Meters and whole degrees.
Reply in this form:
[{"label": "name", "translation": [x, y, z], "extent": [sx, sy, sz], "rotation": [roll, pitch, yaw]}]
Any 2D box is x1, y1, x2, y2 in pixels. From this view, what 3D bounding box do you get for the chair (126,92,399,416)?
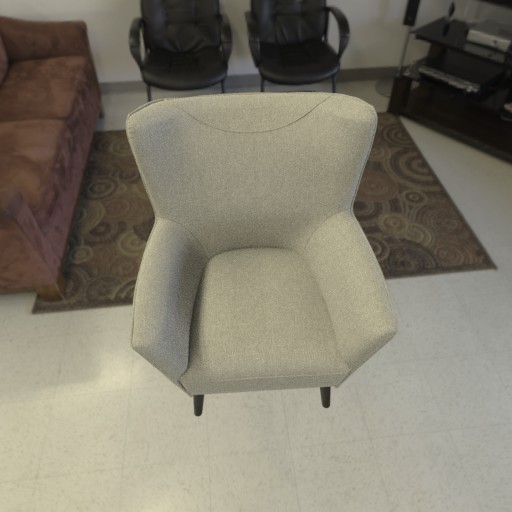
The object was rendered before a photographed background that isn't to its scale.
[{"label": "chair", "translation": [0.000, 0.000, 1.592], "extent": [0.781, 0.933, 0.888], "rotation": [-3, 47, -3]}]
